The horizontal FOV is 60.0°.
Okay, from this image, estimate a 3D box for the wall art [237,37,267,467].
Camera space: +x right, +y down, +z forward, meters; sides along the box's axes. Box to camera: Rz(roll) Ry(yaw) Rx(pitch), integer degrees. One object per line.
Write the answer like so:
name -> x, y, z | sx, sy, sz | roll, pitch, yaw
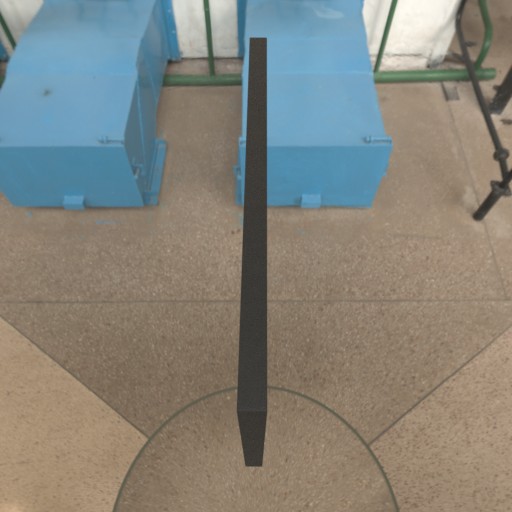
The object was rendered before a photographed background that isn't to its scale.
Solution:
wall art -> 0.000, 0.000, 0.553 | 0.021, 0.301, 0.443 | 1, 58, 0
